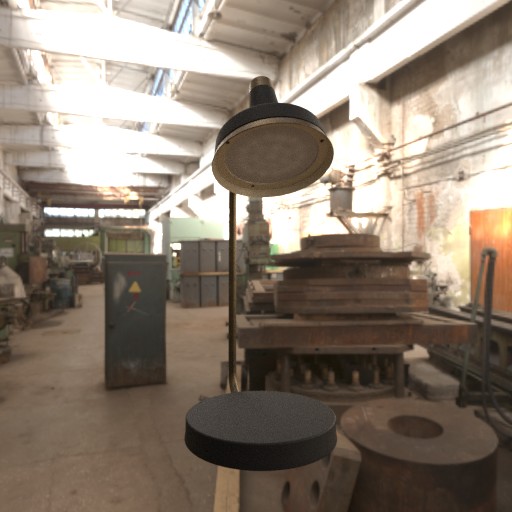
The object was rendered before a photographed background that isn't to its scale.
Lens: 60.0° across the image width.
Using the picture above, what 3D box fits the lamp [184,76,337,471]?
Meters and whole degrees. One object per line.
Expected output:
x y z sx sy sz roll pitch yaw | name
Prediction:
0.000 0.000 0.491 0.162 0.385 0.218 0 0 -18 | lamp
